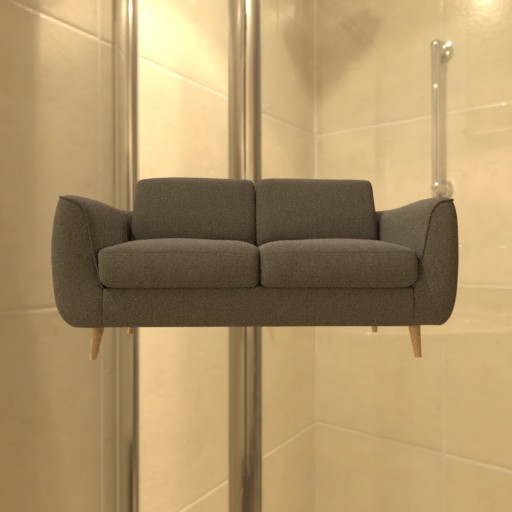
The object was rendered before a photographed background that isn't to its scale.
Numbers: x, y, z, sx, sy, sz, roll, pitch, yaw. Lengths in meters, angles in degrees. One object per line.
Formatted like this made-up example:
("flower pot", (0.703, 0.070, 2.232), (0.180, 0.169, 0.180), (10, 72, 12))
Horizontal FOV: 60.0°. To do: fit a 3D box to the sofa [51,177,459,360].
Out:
("sofa", (0.000, 0.000, 2.206), (1.700, 0.870, 0.920), (0, 0, -2))
